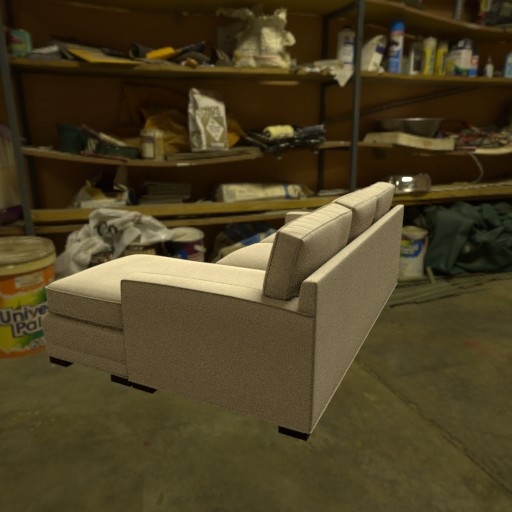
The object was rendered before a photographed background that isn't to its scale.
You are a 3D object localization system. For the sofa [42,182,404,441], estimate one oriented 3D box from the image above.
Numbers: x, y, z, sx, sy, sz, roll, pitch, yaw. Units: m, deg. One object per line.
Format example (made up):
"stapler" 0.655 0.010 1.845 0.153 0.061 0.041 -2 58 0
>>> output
"sofa" 0.000 0.000 2.848 1.496 0.861 2.087 7 17 25
